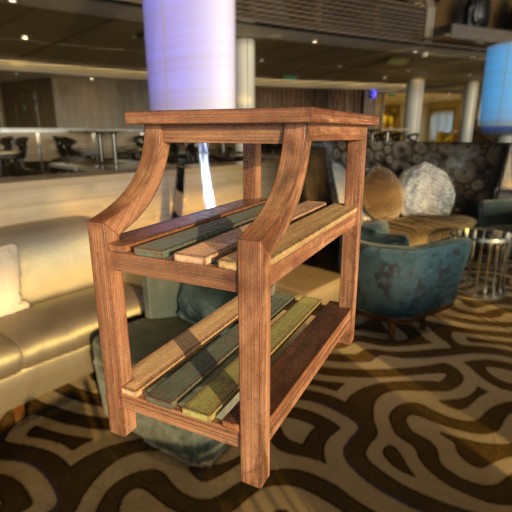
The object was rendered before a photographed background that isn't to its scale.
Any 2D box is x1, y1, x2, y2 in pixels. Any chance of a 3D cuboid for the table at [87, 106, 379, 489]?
[{"bbox_3d":[0.000,0.000,0.950,0.356,0.584,0.609,8,17,25],"label":"table"}]
